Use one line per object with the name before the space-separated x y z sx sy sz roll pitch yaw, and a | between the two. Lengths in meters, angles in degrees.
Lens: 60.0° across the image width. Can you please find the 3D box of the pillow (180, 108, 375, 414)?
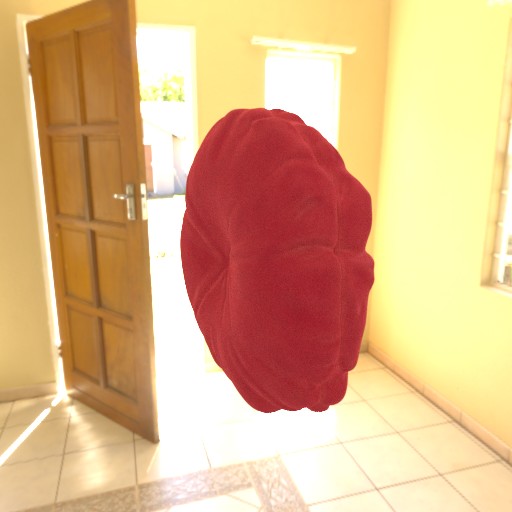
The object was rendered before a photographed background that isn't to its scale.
pillow | 0.000 0.000 0.639 0.148 0.407 0.428 -6 14 -26
